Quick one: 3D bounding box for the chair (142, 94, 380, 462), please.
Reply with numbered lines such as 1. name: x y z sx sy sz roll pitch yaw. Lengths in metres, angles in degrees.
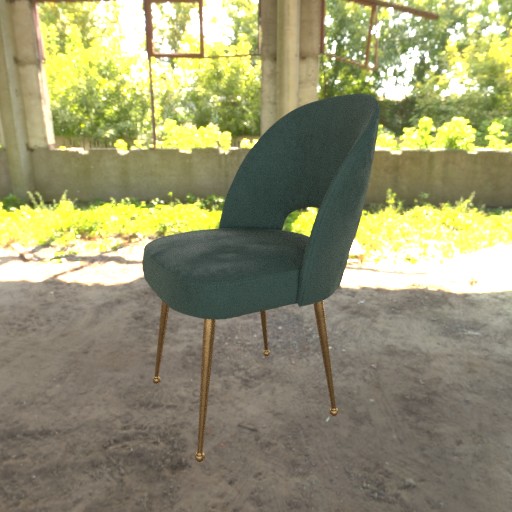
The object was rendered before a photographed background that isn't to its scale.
1. chair: 0.000 0.000 1.222 0.577 0.860 0.527 -8 17 -26
